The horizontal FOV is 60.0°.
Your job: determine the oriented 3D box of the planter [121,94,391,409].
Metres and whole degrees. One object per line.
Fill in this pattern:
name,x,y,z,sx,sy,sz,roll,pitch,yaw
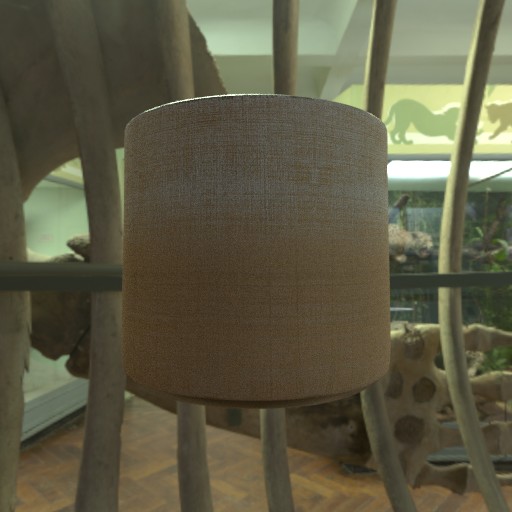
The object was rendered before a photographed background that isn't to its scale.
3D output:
planter,0.000,0.000,0.380,0.221,0.201,0.221,0,0,0
